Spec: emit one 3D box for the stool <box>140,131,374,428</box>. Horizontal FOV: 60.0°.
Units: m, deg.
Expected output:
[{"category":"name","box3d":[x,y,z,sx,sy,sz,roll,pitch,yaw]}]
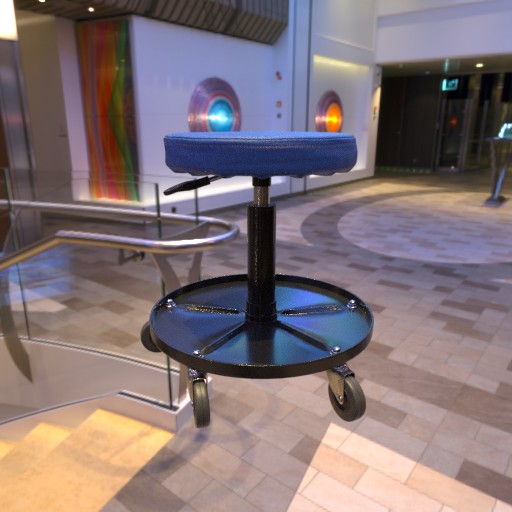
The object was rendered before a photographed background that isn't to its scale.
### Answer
[{"category":"stool","box3d":[0.000,0.000,0.683,0.382,0.365,0.381,-2,17,-7]}]
